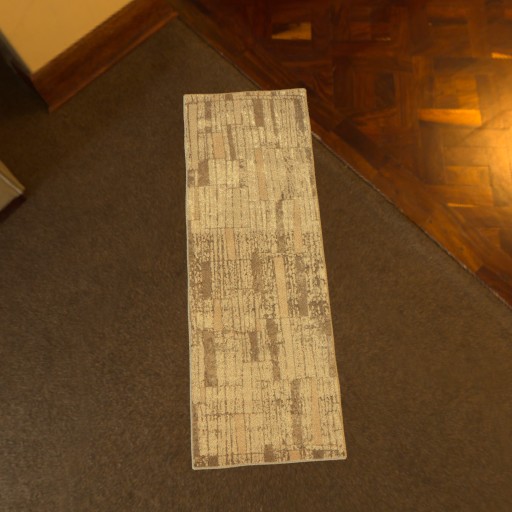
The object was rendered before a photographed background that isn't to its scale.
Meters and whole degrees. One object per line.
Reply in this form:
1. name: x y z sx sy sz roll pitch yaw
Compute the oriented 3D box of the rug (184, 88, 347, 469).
1. rug: 0.000 0.000 2.753 0.857 0.018 2.383 -4 74 -1
